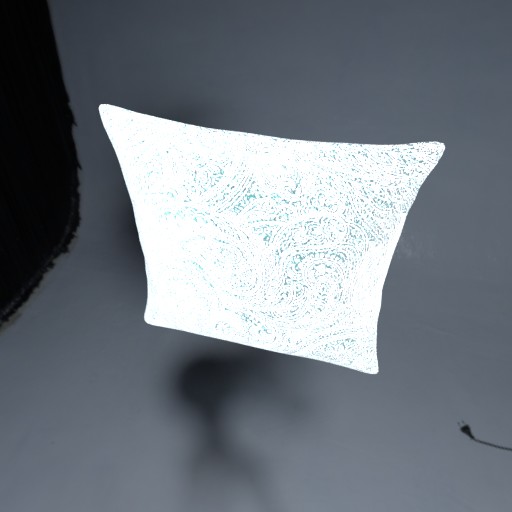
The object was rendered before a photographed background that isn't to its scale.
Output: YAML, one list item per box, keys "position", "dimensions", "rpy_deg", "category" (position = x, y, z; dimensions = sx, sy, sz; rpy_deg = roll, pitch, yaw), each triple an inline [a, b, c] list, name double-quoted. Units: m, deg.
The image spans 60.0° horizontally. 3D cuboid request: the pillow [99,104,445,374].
- position: [0.000, 0.000, 0.809]
  dimensions: [0.526, 0.507, 0.166]
  rpy_deg: [10, 41, 12]
  category: "pillow"
